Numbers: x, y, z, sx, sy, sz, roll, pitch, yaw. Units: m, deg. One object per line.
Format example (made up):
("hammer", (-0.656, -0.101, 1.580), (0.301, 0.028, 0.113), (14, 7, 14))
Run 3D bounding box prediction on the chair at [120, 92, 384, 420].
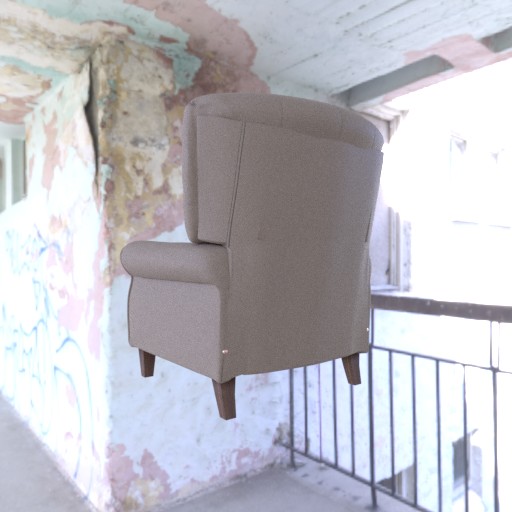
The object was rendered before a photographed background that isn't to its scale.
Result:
("chair", (0.000, 0.000, 1.987), (0.999, 1.138, 1.041), (0, 0, -37))
